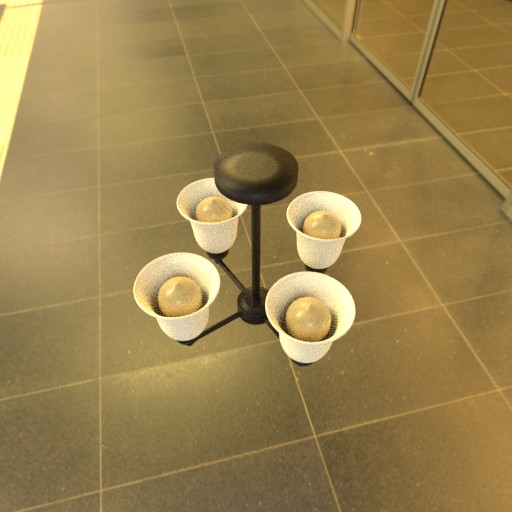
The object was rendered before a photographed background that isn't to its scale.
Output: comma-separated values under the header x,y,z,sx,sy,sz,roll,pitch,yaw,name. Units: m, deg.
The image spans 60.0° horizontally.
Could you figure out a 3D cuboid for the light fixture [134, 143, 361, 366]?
x,y,z,sx,sy,sz,roll,pitch,yaw,name
0.000,0.000,1.903,1.069,0.925,1.069,-26,52,-22,light fixture
